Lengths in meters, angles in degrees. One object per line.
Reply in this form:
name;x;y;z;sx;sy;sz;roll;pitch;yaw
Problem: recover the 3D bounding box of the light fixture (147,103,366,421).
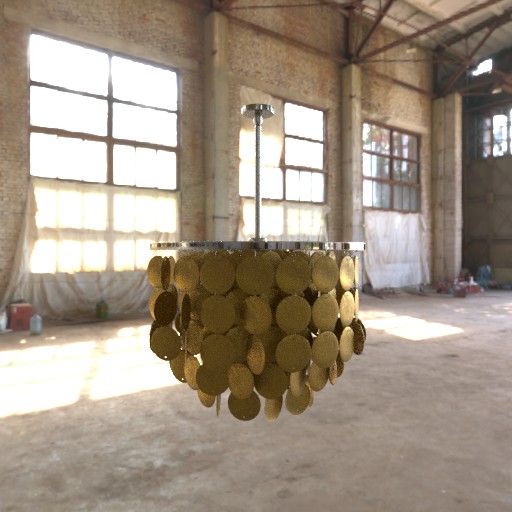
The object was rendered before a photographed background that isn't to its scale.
light fixture;0.000;0.000;0.748;0.368;0.492;0.368;0;0;0
